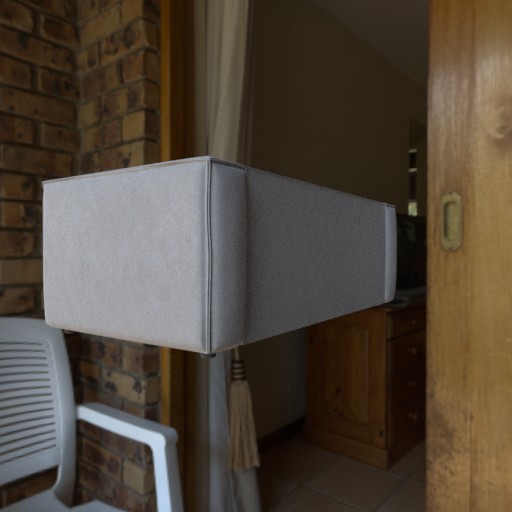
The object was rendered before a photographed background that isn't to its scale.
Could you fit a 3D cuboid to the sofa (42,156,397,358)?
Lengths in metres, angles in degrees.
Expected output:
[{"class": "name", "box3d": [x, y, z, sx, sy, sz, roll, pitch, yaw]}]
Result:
[{"class": "sofa", "box3d": [0.000, 0.000, 2.496, 1.038, 0.680, 1.995, 0, 1, 34]}]
